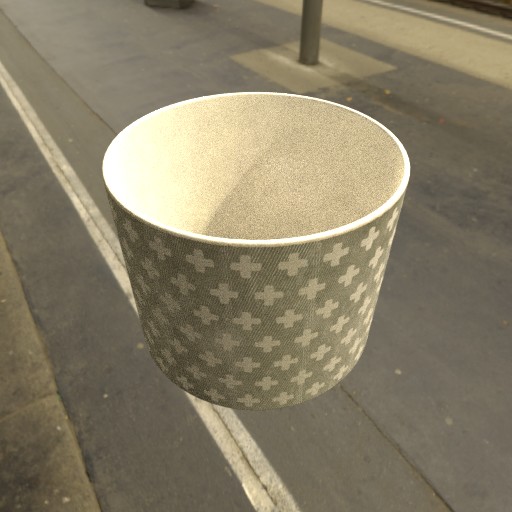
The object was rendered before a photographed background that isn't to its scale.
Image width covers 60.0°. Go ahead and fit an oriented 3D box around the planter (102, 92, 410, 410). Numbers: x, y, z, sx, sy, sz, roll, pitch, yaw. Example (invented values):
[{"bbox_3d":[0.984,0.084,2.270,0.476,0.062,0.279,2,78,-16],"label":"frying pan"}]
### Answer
[{"bbox_3d":[0.000,0.000,0.449,0.250,0.239,0.250,0,41,0],"label":"planter"}]
